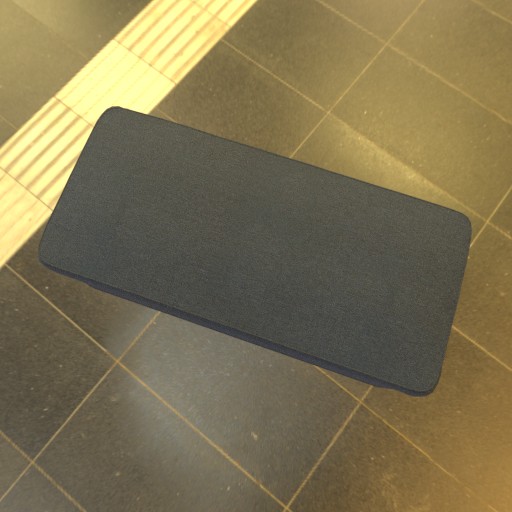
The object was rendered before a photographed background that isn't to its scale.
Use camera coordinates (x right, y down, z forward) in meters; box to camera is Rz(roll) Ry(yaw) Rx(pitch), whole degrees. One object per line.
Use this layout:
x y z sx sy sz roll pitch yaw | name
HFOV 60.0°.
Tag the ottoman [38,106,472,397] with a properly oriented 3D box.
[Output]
0.000 0.000 1.380 1.110 0.460 0.515 18 77 5 | ottoman
